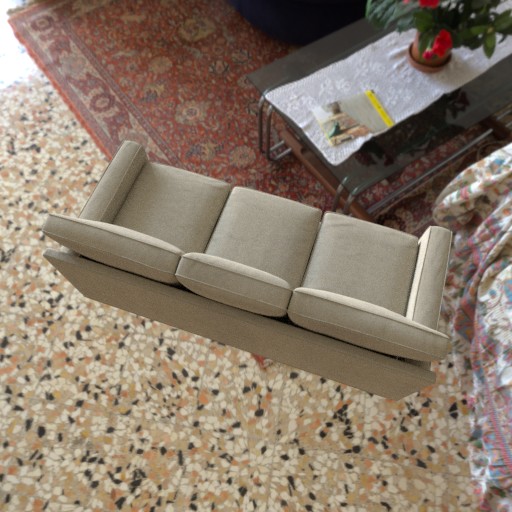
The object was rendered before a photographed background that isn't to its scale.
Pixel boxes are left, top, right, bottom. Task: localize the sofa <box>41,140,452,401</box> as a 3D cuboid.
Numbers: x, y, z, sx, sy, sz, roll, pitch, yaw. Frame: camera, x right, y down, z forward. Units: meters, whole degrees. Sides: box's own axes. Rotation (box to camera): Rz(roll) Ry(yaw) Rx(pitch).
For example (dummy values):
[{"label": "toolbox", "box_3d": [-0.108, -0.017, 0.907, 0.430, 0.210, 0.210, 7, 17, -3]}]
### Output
[{"label": "sofa", "box_3d": [0.000, 0.000, 2.603, 2.093, 0.862, 0.936, 17, 66, 8]}]
